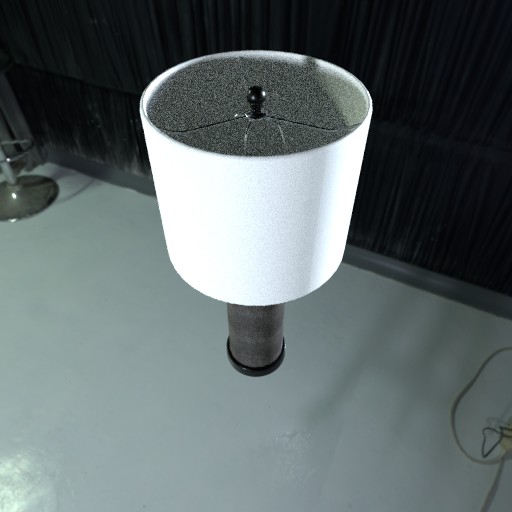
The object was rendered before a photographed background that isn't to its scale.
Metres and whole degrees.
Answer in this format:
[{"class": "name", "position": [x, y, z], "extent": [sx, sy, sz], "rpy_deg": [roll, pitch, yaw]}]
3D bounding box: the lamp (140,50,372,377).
[{"class": "lamp", "position": [0.000, 0.000, 0.808], "extent": [0.305, 0.634, 0.305], "rpy_deg": [16, 48, 15]}]
